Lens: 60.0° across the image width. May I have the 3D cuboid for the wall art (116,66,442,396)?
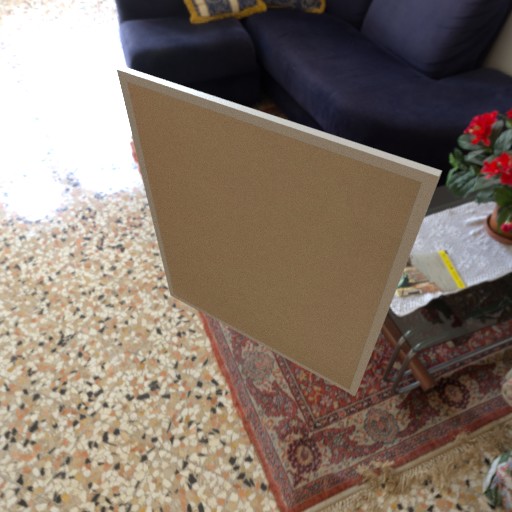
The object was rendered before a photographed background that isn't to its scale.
[{"bbox_3d":[0.000,0.000,0.782,0.482,0.557,0.012,25,53,21],"label":"wall art"}]
